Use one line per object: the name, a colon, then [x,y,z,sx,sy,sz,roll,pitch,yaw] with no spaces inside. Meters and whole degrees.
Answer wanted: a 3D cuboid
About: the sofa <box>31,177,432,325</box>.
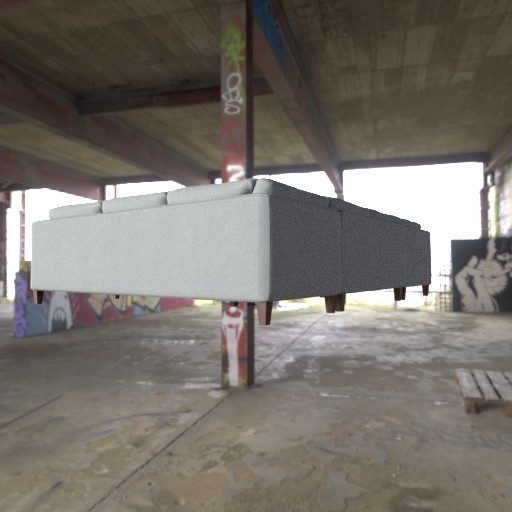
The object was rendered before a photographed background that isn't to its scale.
sofa: [0.000,0.000,4.373,2.551,0.853,3.238,-1,-2,36]
